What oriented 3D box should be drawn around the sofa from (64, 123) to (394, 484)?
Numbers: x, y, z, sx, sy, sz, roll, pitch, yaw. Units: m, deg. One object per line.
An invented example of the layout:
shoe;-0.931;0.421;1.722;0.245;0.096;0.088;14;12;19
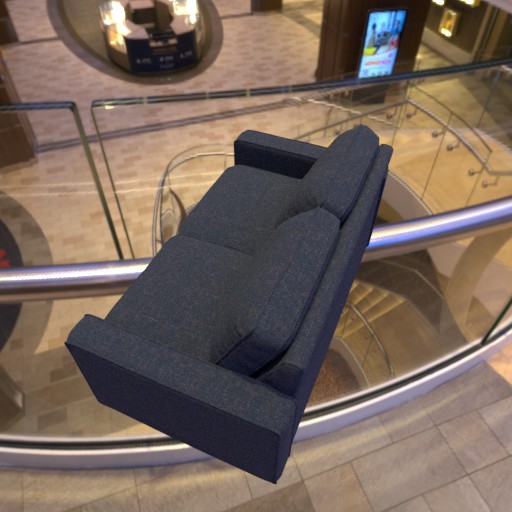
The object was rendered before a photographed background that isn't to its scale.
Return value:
sofa;0.000;0.000;2.227;0.947;0.918;1.709;18;49;16
